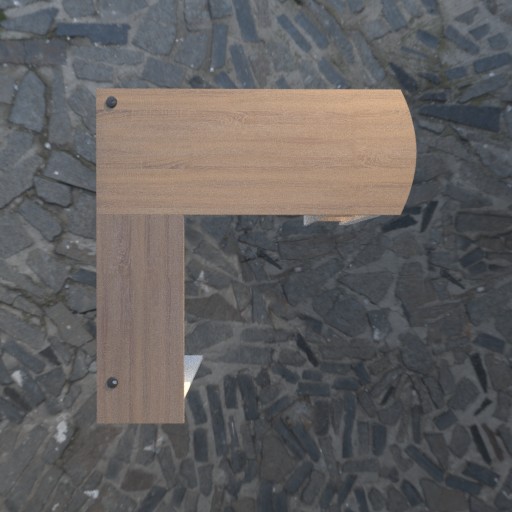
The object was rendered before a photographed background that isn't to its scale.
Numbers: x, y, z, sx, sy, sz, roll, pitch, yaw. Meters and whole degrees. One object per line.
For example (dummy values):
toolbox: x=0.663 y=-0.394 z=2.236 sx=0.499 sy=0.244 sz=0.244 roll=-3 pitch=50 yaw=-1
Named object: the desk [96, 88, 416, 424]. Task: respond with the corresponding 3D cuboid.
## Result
desk: x=0.000 y=0.000 z=2.159 sx=1.303 sy=0.716 sz=1.361 roll=0 pitch=90 yaw=-1
